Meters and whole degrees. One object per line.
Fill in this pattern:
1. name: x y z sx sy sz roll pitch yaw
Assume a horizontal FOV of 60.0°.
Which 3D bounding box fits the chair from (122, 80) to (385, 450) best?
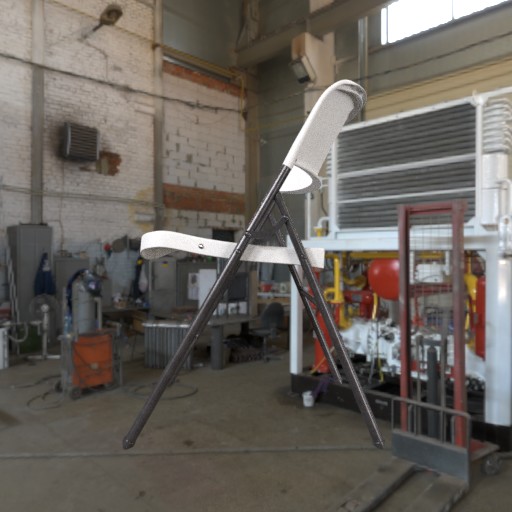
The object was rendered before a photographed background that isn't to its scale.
1. chair: 0.000 0.000 1.171 0.566 0.810 0.494 0 0 0
